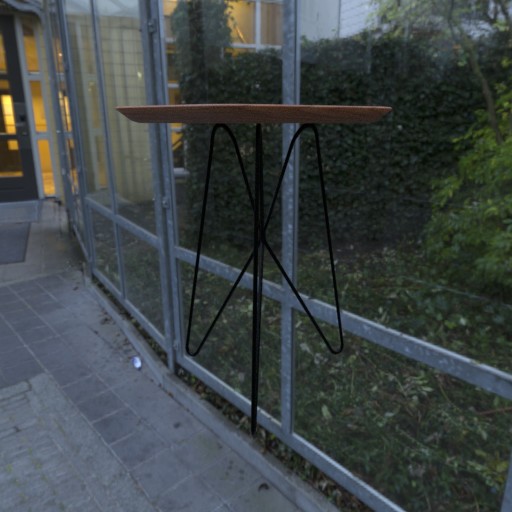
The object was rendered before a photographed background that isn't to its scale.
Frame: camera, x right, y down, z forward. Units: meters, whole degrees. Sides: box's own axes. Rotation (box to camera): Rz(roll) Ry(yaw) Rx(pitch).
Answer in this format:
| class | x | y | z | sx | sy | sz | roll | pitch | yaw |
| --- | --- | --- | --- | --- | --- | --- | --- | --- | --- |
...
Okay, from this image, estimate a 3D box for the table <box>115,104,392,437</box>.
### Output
| class | x | y | z | sx | sy | sz | roll | pitch | yaw |
| --- | --- | --- | --- | --- | --- | --- | --- | --- | --- |
| table | 0.000 | 0.000 | 0.890 | 0.500 | 0.562 | 0.400 | -9 | 19 | -27 |
